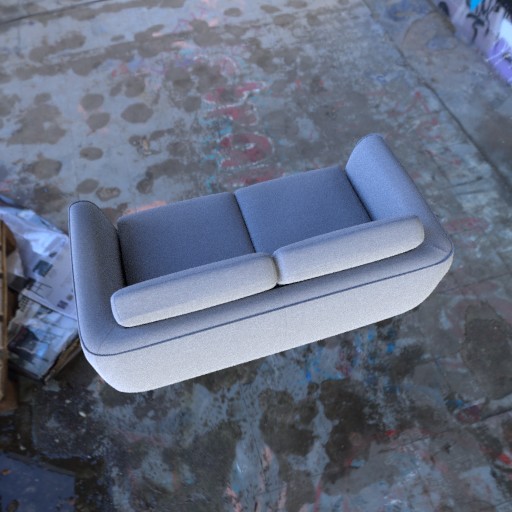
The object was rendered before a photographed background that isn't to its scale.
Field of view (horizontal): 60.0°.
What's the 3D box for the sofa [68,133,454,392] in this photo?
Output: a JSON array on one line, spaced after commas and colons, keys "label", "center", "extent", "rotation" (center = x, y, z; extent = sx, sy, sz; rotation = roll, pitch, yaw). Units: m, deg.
[{"label": "sofa", "center": [0.000, 0.000, 2.234], "extent": [1.700, 0.850, 0.920], "rotation": [-15, 59, -9]}]
